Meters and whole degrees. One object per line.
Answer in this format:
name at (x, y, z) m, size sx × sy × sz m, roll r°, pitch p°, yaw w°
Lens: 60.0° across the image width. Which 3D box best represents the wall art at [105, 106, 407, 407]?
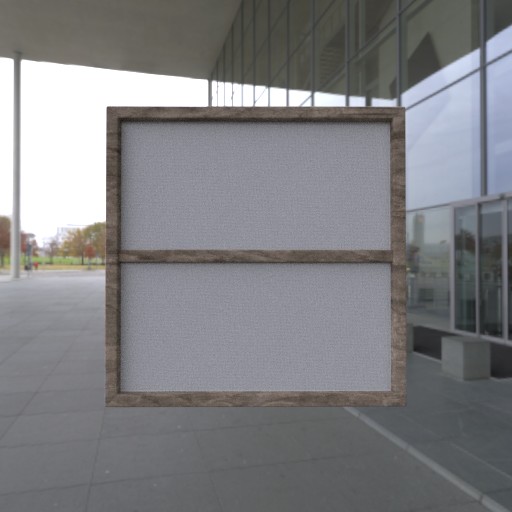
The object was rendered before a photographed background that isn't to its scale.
wall art at (0.000, 0.000, 1.115) m, size 0.747 × 0.747 × 0.035 m, roll 0°, pitch -1°, yaw 0°
